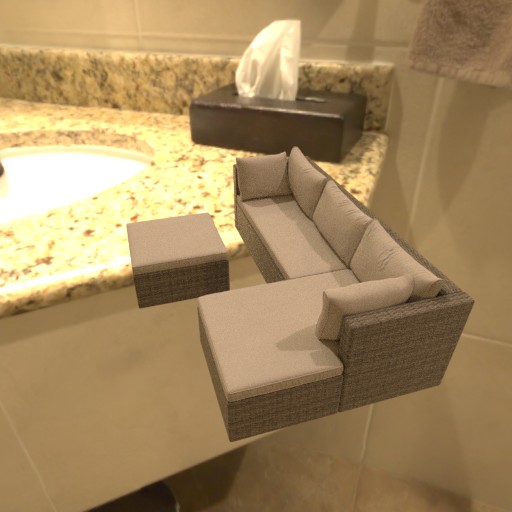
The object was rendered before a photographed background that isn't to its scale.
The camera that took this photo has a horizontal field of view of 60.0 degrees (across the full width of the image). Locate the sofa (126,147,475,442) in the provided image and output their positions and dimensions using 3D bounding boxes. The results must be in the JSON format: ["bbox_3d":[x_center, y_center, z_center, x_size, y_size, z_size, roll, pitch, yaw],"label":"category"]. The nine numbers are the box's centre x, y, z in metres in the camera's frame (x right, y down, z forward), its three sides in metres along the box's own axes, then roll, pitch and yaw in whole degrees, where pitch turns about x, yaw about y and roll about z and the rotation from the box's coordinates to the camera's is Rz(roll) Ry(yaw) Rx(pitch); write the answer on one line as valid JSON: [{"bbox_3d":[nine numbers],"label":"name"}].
[{"bbox_3d":[0.000,0.000,3.057,1.662,0.766,2.192,-10,34,-14],"label":"sofa"}]
